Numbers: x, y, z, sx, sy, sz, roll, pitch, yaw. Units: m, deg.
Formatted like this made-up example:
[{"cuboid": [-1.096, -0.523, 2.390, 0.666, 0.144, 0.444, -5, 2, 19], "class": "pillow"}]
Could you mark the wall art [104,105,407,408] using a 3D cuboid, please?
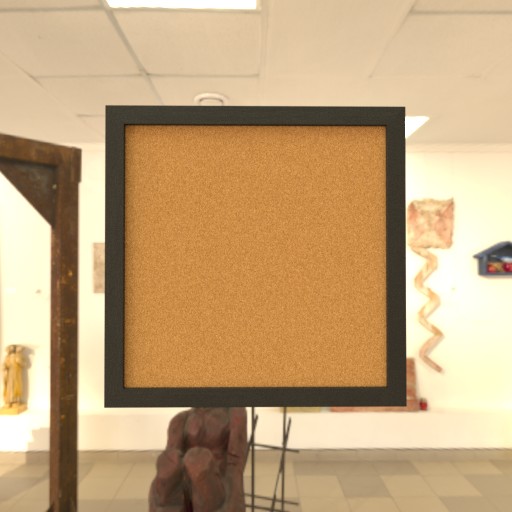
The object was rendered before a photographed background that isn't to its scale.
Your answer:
[{"cuboid": [0.000, 0.000, 1.513, 1.016, 1.016, 0.038, 0, -1, -1], "class": "wall art"}]
